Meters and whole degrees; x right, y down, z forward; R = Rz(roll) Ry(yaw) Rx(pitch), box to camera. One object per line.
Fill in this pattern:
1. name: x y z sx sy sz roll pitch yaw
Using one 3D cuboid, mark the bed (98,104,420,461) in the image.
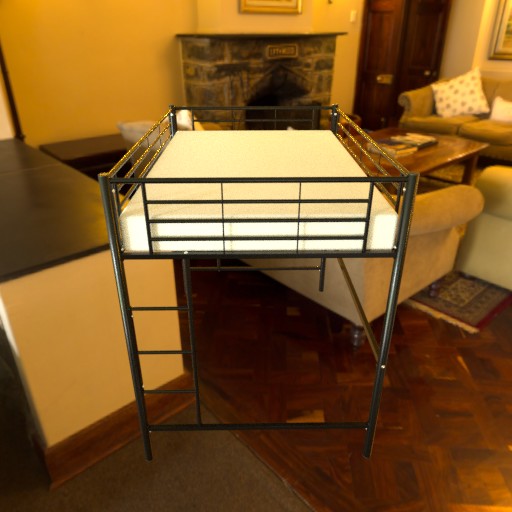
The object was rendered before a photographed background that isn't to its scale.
1. bed: 0.000 0.000 3.197 1.397 1.803 1.994 0 27 -1
